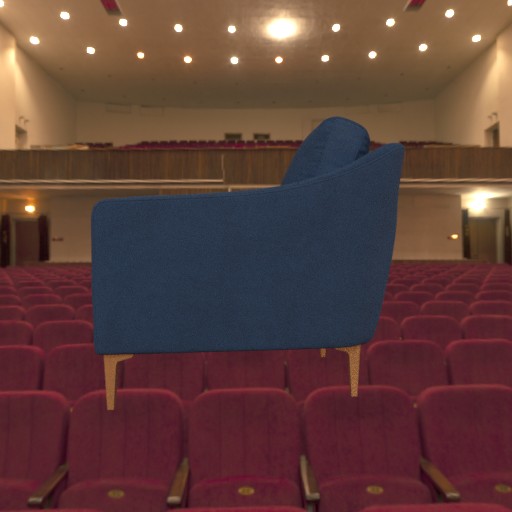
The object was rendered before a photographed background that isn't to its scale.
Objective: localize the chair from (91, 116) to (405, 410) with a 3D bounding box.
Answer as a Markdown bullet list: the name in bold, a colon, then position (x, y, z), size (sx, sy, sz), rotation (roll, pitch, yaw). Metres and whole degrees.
- **chair**: position (0.000, 0.000, 1.718), size (0.961, 0.899, 0.987), rotation (0, -1, -1)
